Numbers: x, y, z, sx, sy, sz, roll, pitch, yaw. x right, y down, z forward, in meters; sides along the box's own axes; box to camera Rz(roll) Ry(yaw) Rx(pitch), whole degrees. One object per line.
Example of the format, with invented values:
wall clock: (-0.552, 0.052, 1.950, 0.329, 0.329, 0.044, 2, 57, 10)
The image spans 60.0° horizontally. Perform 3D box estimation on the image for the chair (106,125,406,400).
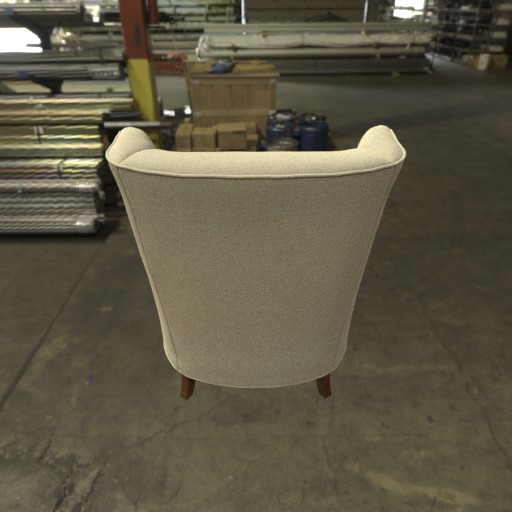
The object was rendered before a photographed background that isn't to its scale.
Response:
chair: (0.000, 0.000, 1.690, 0.838, 1.040, 0.966, 0, 30, -1)
